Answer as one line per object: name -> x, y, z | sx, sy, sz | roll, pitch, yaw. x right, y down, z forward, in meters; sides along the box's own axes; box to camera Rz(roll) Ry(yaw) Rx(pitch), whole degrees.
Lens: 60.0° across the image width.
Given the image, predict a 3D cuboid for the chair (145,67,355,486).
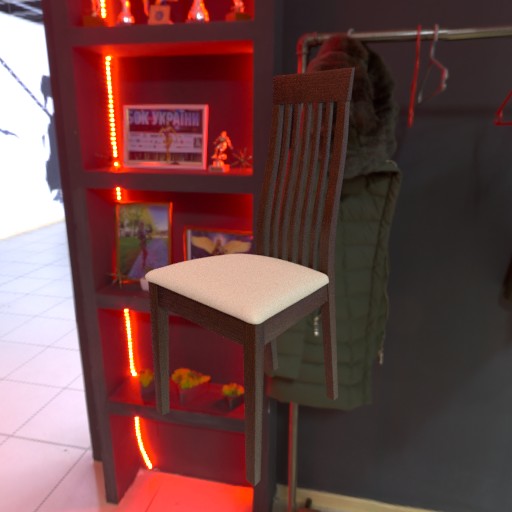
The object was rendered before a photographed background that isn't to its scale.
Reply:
chair -> 0.000, 0.000, 1.281 | 0.460, 1.027, 0.474 | 15, 22, 43
